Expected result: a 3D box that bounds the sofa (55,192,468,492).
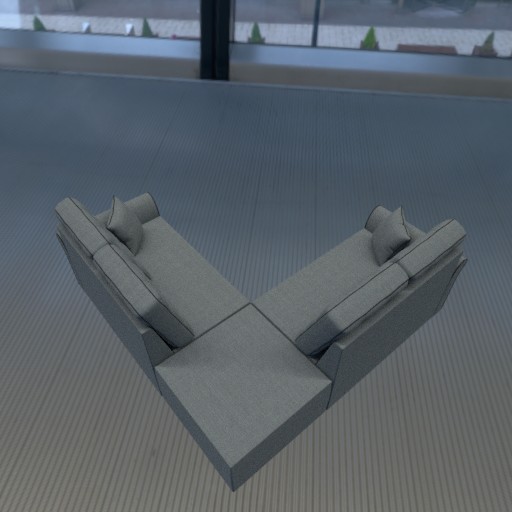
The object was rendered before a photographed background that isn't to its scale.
[{"bbox_3d":[0.000,0.000,3.202,2.068,0.988,2.070,-31,53,-27],"label":"sofa"}]
